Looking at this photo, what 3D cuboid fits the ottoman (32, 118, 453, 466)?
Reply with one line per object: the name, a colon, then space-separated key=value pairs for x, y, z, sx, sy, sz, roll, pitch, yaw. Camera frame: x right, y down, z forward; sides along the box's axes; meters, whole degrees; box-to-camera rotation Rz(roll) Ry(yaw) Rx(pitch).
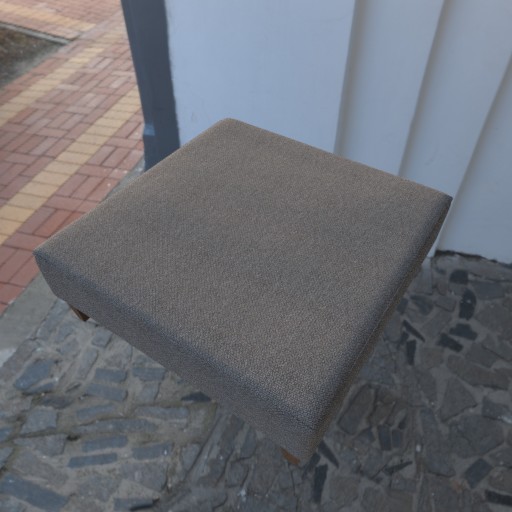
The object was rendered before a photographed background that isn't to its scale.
ottoman: x=0.000 y=0.000 z=1.508 sx=0.970 sy=0.378 sz=0.981 roll=26 pitch=51 yaw=23
